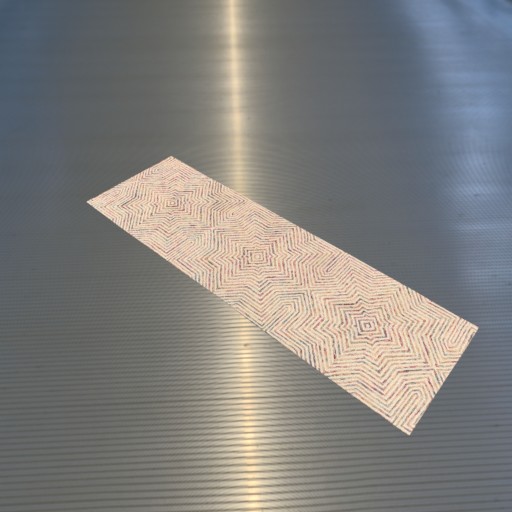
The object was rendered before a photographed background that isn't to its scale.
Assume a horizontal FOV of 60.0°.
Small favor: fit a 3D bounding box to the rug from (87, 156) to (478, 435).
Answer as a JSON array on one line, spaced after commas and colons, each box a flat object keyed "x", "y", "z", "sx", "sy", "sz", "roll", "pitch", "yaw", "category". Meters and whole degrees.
[{"x": 0.000, "y": 0.000, "z": 2.684, "sx": 2.443, "sy": 0.009, "sz": 0.771, "roll": 32, "pitch": 53, "yaw": 28, "category": "rug"}]
